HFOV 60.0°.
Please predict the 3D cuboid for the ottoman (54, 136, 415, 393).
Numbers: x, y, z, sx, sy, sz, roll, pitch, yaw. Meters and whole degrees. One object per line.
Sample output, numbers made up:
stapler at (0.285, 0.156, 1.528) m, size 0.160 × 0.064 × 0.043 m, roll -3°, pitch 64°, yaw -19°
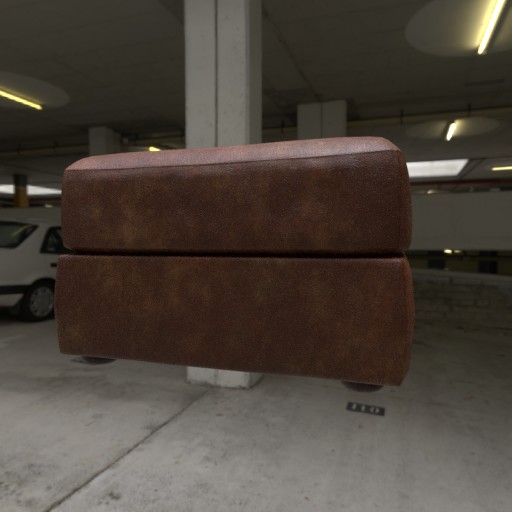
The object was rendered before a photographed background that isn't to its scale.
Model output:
ottoman at (0.000, 0.000, 1.116) m, size 0.751 × 0.476 × 0.603 m, roll 1°, pitch 2°, yaw 18°
